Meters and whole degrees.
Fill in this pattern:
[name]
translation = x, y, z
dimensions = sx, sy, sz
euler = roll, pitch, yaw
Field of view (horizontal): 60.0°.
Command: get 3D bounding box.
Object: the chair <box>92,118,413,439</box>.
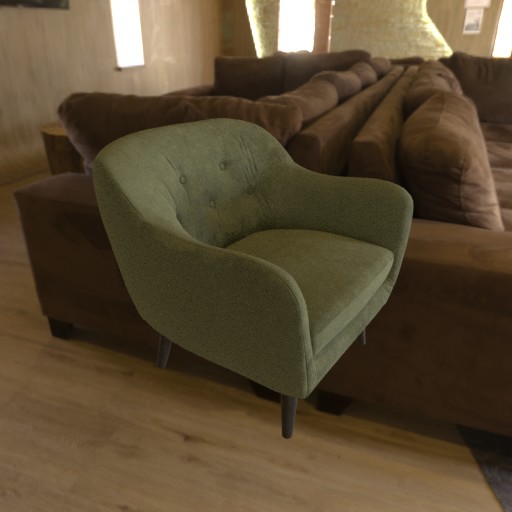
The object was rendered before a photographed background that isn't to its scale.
[chair]
translation = 0.000, 0.000, 1.521
dimensions = 0.819, 0.804, 0.840
euler = 18, 31, 31
